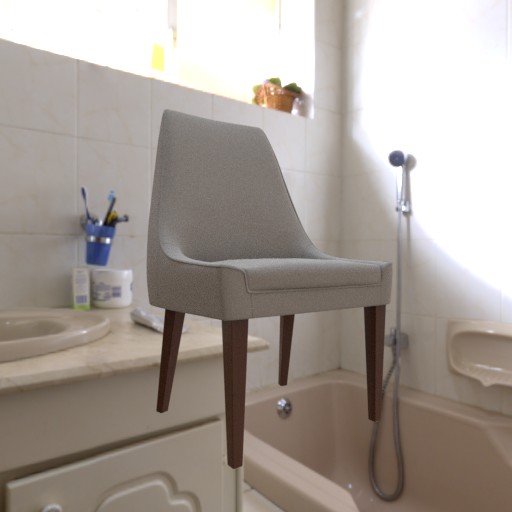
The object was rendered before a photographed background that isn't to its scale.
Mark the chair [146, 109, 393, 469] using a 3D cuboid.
[{"bbox_3d":[0.000,0.000,1.215,0.529,0.861,0.544,0,0,-35],"label":"chair"}]
